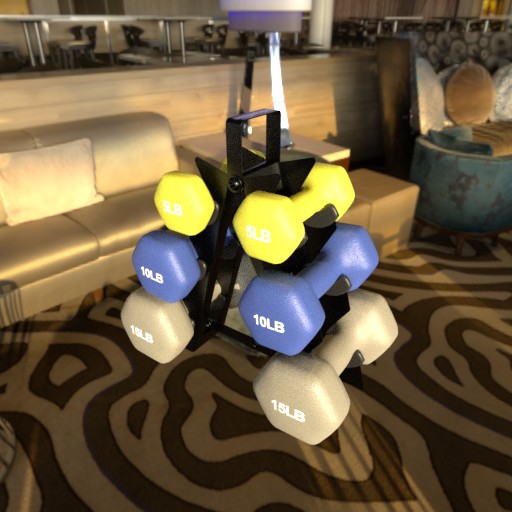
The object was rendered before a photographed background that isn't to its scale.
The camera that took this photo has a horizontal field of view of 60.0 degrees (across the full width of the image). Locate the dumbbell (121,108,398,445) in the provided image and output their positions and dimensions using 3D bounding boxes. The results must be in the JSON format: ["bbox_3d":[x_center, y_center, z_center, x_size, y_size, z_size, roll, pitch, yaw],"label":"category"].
[{"bbox_3d":[0.000,0.000,0.686,0.416,0.426,0.261,18,33,30],"label":"dumbbell"}]
